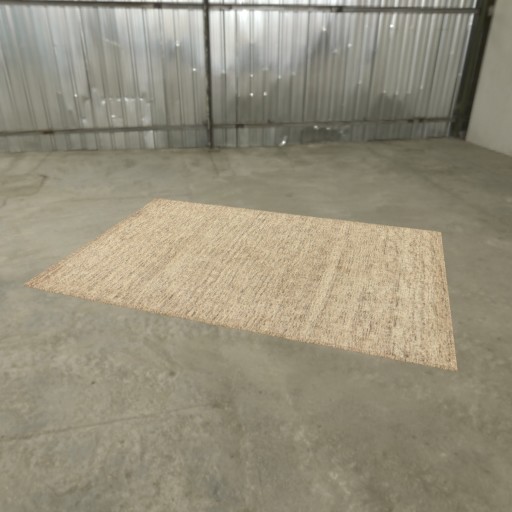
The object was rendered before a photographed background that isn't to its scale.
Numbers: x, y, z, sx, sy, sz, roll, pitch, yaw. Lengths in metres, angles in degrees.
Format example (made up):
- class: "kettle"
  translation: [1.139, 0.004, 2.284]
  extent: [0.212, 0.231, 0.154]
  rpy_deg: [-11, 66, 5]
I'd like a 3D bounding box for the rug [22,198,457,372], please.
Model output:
- class: "rug"
  translation: [0.000, 0.000, 2.261]
  extent: [1.822, 0.018, 1.211]
  rpy_deg: [8, 28, 16]
